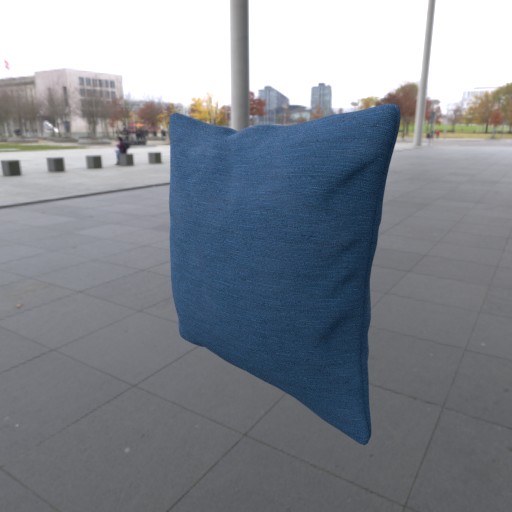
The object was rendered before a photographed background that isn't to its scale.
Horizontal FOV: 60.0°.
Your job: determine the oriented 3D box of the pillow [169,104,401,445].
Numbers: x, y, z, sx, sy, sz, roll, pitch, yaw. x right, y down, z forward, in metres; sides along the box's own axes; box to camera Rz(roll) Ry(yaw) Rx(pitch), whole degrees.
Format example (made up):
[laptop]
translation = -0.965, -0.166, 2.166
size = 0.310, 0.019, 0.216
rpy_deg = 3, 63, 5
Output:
[pillow]
translation = 0.000, 0.000, 0.666
size = 0.177, 0.420, 0.437
rpy_deg = -14, 21, -40
